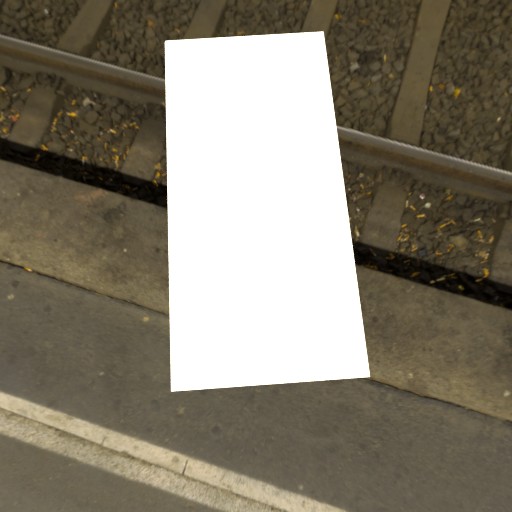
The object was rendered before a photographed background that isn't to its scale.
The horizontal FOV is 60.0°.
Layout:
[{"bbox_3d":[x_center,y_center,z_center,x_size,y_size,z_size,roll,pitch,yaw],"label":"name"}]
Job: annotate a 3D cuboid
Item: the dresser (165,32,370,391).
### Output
[{"bbox_3d":[0.000,0.000,1.451,0.380,1.040,0.800,-4,74,-1],"label":"dresser"}]
